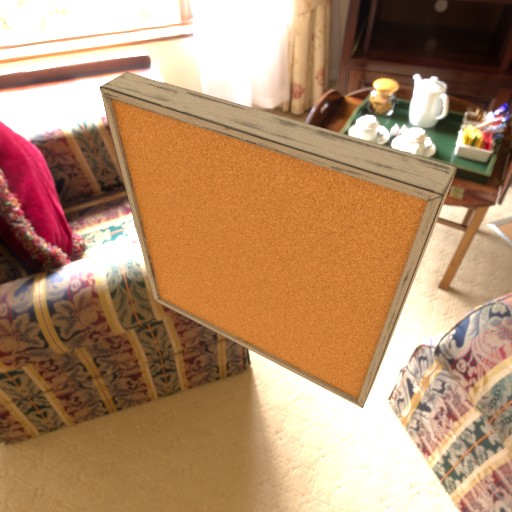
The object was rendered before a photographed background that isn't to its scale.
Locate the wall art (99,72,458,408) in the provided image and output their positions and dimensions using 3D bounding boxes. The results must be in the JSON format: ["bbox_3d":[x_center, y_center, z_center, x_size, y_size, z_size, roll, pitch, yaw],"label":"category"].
[{"bbox_3d":[0.000,0.000,0.458,0.303,0.303,0.036,23,50,21],"label":"wall art"}]
